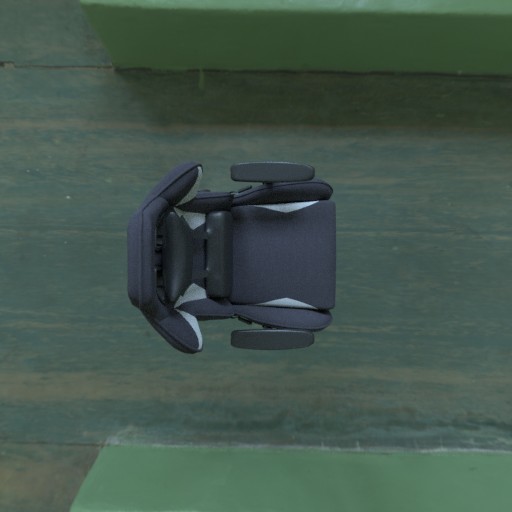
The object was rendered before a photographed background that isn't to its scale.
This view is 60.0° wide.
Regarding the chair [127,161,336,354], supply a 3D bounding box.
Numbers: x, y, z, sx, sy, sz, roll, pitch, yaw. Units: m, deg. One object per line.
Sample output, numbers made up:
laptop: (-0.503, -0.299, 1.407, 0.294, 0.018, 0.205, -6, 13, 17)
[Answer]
chair: (0.000, 0.000, 1.740, 0.695, 1.300, 0.730, 0, 91, 1)
